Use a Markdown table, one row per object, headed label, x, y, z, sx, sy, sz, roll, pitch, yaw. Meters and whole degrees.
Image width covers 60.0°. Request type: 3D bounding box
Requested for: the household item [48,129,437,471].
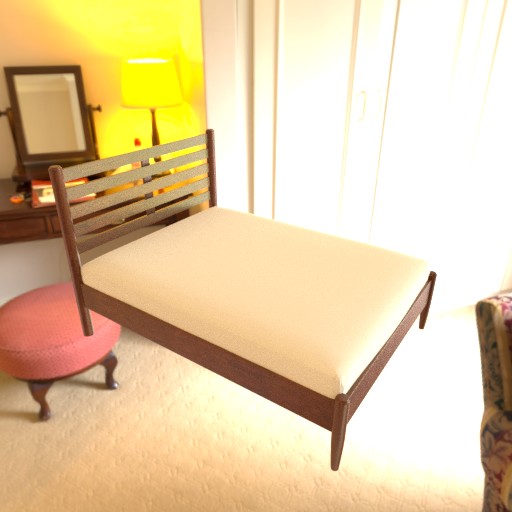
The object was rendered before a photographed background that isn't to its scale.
| label | x | y | z | sx | sy | sz | roll | pitch | yaw |
| --- | --- | --- | --- | --- | --- | --- | --- | --- | --- |
| household item | 0.000 | 0.000 | 3.264 | 2.232 | 1.356 | 1.663 | 17 | 31 | 31 |
